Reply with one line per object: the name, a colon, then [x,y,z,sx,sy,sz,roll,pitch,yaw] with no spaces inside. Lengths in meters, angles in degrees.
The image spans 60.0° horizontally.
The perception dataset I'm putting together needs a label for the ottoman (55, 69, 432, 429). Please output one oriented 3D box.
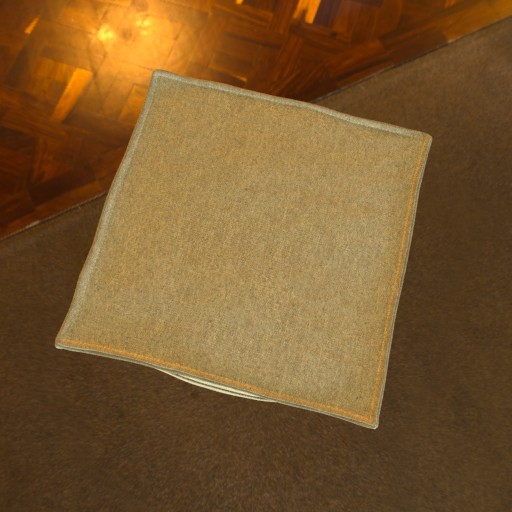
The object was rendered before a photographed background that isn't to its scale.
ottoman: [0.000,0.000,1.162,0.707,0.470,0.696,14,76,3]
